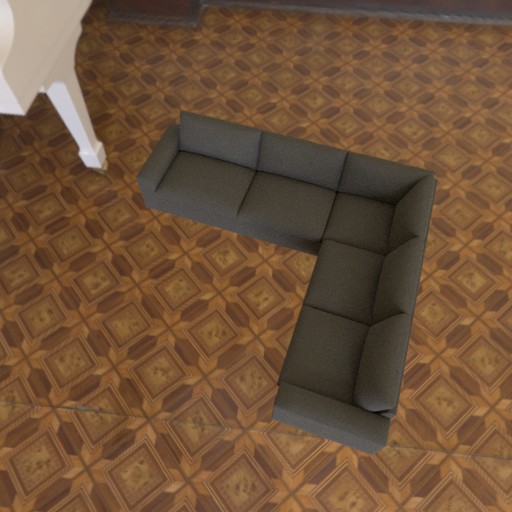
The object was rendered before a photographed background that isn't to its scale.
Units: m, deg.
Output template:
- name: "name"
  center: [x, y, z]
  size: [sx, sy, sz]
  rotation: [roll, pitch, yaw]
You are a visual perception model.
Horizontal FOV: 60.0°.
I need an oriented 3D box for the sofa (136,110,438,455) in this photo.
- name: "sofa"
  center: [0.000, 0.000, 4.724]
  size: [3.277, 0.965, 2.895]
  rotation: [16, 60, 10]
